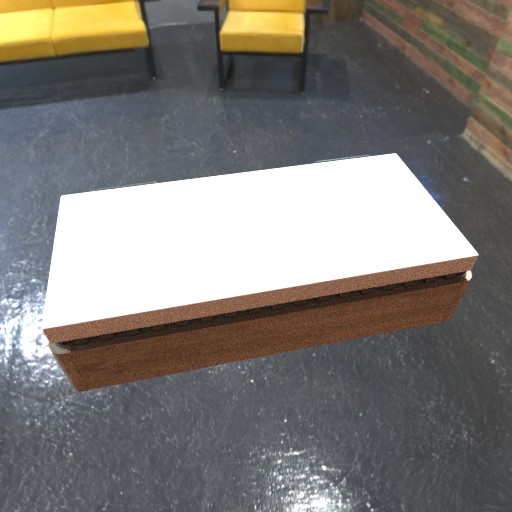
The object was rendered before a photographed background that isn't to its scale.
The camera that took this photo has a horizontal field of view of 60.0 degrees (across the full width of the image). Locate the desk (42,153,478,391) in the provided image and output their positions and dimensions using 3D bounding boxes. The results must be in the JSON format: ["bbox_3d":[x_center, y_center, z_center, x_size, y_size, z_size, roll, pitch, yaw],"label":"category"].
[{"bbox_3d":[0.000,0.000,2.267,1.900,0.455,0.900,-9,46,-9],"label":"desk"}]
